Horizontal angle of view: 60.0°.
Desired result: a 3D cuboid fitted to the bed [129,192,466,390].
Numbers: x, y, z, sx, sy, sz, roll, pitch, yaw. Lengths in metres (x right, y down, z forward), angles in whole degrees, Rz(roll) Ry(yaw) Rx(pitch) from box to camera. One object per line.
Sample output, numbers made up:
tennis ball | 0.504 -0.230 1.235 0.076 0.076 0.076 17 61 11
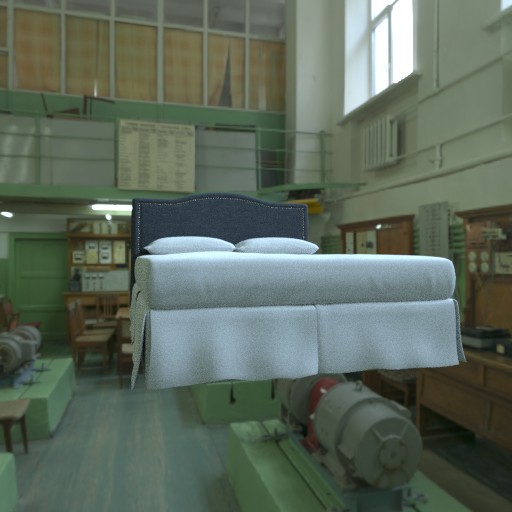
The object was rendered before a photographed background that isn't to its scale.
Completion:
bed | 0.000 0.000 3.887 2.161 1.457 2.689 0 0 -17
